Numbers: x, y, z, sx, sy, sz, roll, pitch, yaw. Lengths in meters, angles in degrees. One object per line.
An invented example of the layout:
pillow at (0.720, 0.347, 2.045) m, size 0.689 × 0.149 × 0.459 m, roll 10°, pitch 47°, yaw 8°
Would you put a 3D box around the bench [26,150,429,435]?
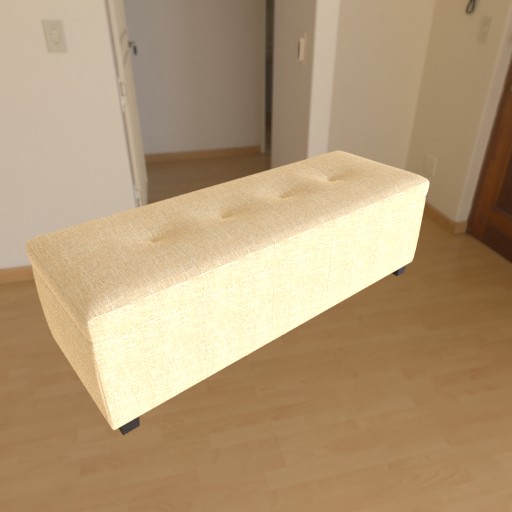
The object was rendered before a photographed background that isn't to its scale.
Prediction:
bench at (0.000, 0.000, 1.425) m, size 1.219 × 0.406 × 0.432 m, roll -23°, pitch 37°, yaw -33°
